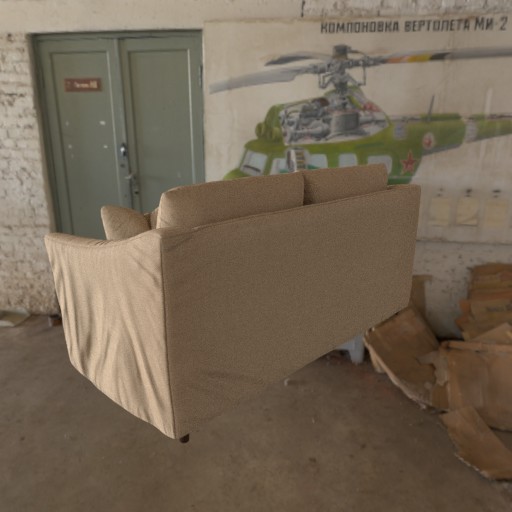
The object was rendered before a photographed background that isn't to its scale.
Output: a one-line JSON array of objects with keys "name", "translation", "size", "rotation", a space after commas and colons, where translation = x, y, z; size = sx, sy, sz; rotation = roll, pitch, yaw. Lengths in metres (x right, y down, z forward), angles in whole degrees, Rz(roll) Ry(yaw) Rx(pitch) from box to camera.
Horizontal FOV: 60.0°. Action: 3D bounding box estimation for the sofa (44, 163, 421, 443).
[{"name": "sofa", "translation": [0.000, 0.000, 2.592], "size": [1.072, 1.018, 2.010], "rotation": [15, 21, 42]}]
